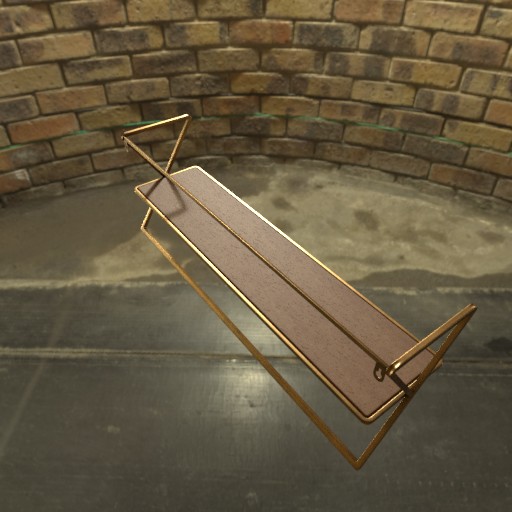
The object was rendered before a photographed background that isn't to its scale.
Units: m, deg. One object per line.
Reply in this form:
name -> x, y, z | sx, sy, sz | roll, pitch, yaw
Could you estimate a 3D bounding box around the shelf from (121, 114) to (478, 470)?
shelf -> 0.000, 0.000, 0.737 | 0.150, 0.229, 0.645 | -26, 48, -27
